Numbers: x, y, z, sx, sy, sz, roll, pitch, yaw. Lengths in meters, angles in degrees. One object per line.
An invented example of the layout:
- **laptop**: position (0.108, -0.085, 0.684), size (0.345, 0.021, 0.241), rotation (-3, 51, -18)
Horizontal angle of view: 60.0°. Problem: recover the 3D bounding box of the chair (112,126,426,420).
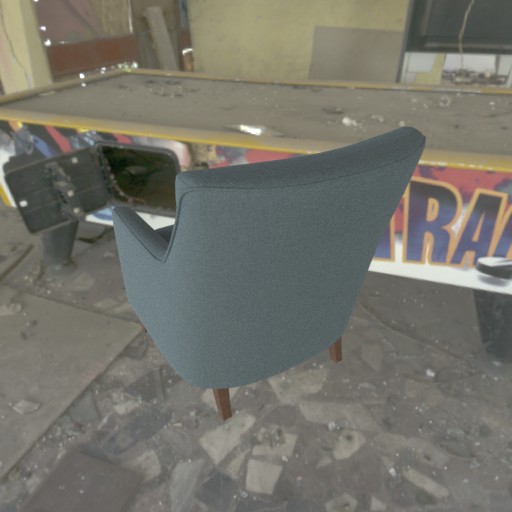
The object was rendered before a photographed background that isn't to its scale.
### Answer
- **chair**: position (0.000, 0.000, 1.546), size (0.756, 0.916, 0.879), rotation (-18, 35, -28)
